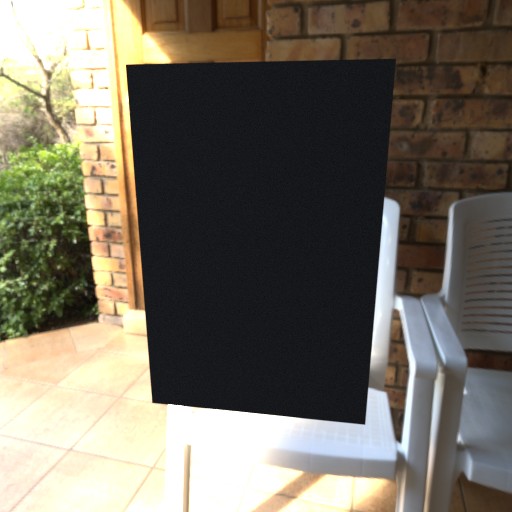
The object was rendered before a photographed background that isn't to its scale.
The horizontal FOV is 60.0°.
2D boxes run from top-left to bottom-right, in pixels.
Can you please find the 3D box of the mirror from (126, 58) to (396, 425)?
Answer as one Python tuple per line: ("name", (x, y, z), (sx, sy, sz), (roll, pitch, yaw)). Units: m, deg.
("mirror", (0.000, 0.000, 1.134), (0.606, 0.912, 0.044), (3, 17, 9))
